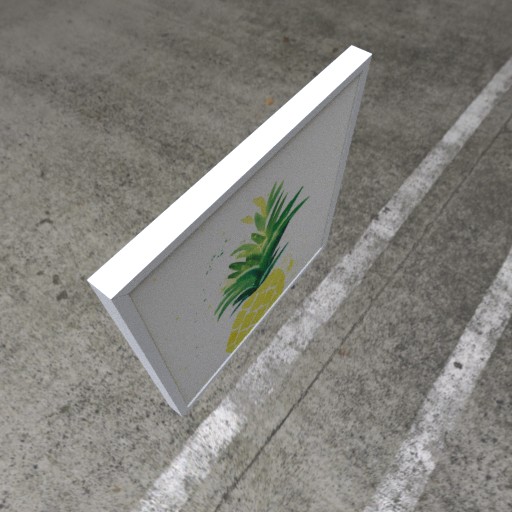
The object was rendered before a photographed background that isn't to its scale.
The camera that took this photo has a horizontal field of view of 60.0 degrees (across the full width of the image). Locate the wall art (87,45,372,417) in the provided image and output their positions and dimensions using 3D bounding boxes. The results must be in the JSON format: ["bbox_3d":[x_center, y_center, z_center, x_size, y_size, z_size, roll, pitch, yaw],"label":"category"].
[{"bbox_3d":[0.000,0.000,0.762,0.035,0.507,0.508,33,63,19],"label":"wall art"}]
